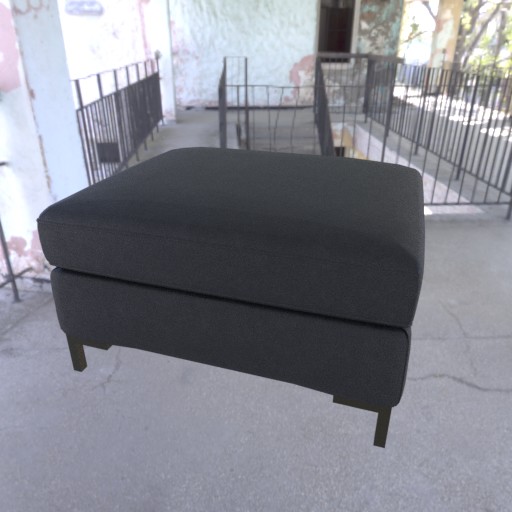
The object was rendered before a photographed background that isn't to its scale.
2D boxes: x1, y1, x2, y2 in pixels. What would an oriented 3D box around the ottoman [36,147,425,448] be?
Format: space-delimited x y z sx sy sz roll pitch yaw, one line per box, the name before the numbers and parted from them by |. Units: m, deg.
ottoman | 0.000 0.000 1.754 1.187 0.696 0.967 8 27 16
